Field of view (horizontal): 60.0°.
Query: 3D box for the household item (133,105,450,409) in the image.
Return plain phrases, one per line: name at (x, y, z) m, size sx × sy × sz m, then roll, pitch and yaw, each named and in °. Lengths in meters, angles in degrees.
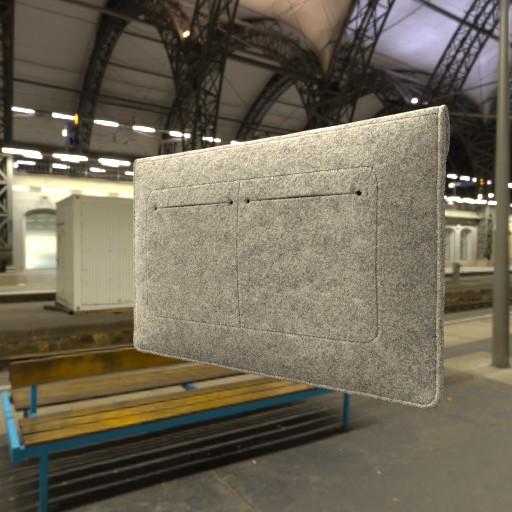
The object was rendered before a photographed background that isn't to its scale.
household item at (0.000, 0.000, 0.417) m, size 0.335 × 0.221 × 0.057 m, roll 1°, pitch 1°, yaw 35°
